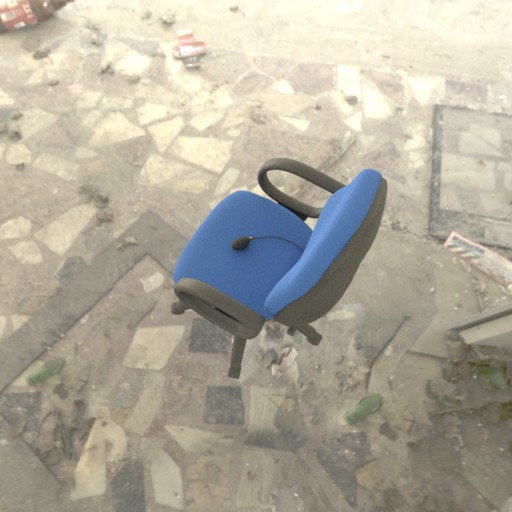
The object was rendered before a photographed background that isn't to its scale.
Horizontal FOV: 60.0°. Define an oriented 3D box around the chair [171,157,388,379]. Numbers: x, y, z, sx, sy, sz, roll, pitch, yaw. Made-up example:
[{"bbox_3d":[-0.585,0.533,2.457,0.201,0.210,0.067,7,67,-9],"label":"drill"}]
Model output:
[{"bbox_3d":[0.000,0.000,1.276,0.549,0.905,0.552,28,68,13],"label":"chair"}]
